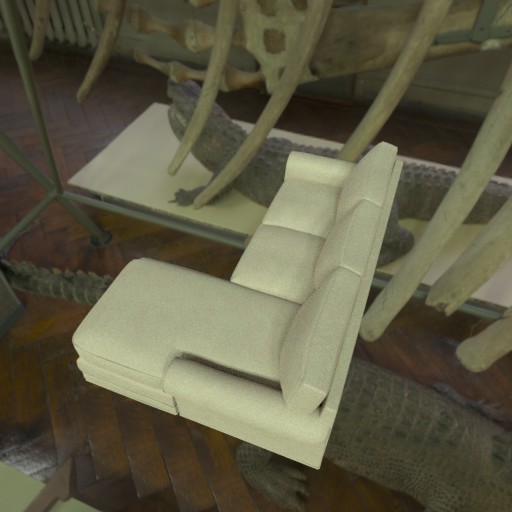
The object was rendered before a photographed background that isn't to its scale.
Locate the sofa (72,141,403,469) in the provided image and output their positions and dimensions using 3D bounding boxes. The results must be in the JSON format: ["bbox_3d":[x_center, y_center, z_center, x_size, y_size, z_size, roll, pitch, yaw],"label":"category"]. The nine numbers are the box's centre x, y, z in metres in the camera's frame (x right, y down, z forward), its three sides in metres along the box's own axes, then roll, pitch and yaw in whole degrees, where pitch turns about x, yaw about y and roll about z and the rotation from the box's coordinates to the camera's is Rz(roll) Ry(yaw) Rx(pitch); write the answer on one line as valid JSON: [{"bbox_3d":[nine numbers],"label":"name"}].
[{"bbox_3d":[0.000,0.000,2.388,1.226,0.734,1.770,16,49,14],"label":"sofa"}]
